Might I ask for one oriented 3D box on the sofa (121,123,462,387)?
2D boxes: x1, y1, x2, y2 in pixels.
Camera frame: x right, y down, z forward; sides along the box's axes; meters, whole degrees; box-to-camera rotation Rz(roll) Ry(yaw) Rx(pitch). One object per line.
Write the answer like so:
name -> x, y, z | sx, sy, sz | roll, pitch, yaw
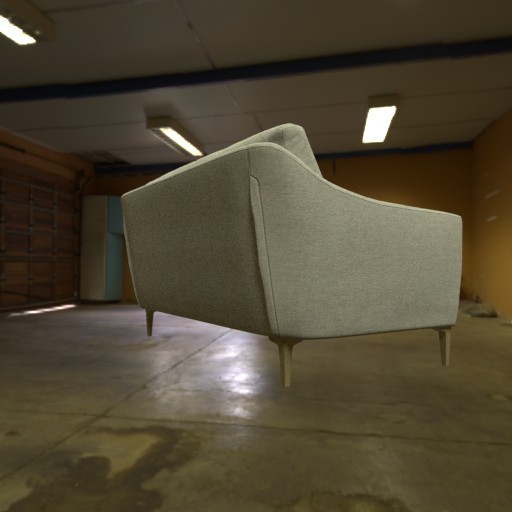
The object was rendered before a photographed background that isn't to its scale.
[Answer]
sofa -> 0.000, 0.000, 2.187 | 0.960, 0.904, 1.619 | 1, -1, -34
